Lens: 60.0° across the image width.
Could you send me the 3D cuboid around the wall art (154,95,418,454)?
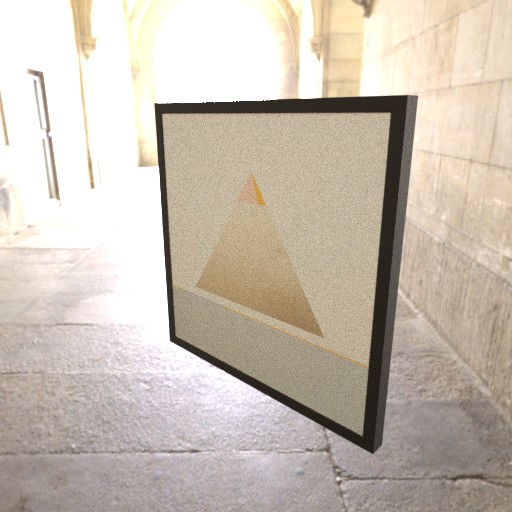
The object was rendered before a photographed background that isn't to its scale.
[{"bbox_3d":[0.000,0.000,1.155,0.769,0.766,0.042,16,24,41],"label":"wall art"}]
